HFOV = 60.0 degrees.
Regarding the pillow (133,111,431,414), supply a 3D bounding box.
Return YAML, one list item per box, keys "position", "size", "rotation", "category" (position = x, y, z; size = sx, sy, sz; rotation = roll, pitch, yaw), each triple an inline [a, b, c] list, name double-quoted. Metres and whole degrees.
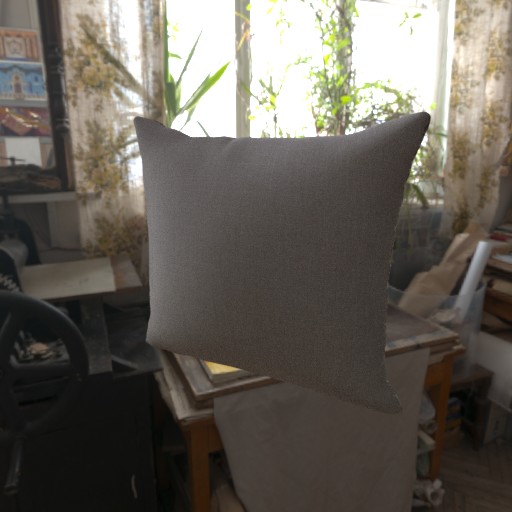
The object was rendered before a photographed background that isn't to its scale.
- position: [0.000, 0.000, 0.795]
  size: [0.546, 0.487, 0.180]
  rotation: [8, 17, 26]
  category: "pillow"
